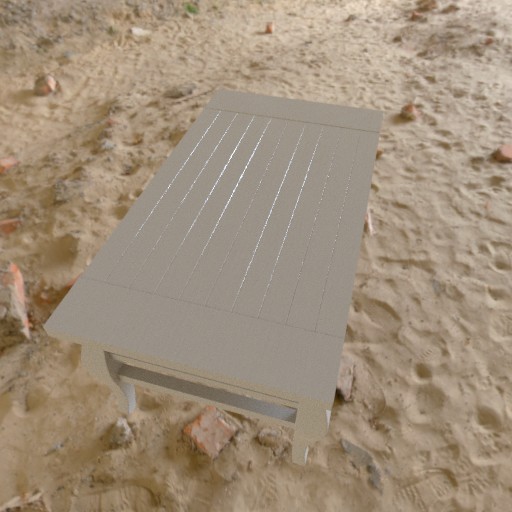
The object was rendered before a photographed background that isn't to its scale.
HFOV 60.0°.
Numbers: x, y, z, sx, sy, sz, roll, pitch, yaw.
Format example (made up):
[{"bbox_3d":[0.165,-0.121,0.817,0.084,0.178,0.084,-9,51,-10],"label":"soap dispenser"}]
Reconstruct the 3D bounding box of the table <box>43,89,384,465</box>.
[{"bbox_3d":[0.000,0.000,1.361,0.600,0.495,1.062,12,48,11],"label":"table"}]
